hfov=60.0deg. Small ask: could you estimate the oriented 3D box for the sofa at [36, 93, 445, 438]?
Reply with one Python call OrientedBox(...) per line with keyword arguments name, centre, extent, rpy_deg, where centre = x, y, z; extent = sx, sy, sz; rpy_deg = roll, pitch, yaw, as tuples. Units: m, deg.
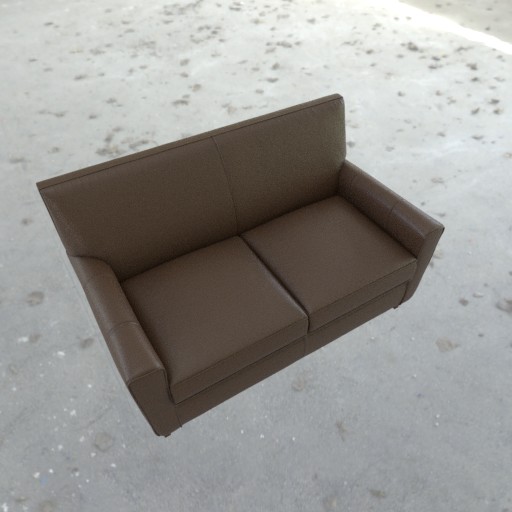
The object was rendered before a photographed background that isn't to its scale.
OrientedBox(name="sofa", centre=(0.000, 0.000, 2.012), extent=(1.468, 0.859, 0.853), rpy_deg=(-23, 50, -22))
